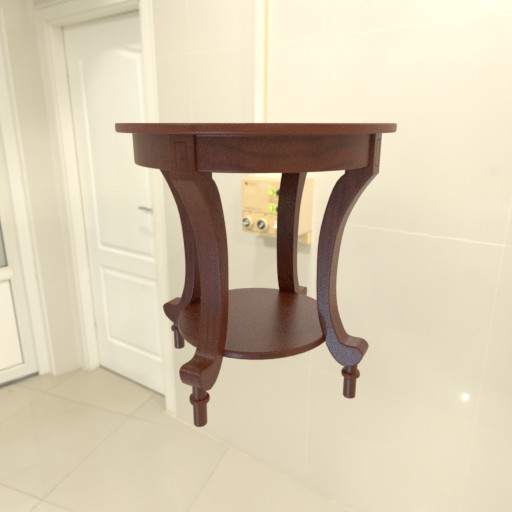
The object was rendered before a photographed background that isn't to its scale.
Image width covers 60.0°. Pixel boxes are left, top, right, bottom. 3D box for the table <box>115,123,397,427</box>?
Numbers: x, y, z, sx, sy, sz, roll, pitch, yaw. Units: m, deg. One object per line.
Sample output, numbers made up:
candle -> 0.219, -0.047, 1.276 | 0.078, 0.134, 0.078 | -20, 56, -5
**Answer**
table -> 0.000, 0.000, 1.066 | 0.597, 0.612, 0.597 | 0, 17, 0
